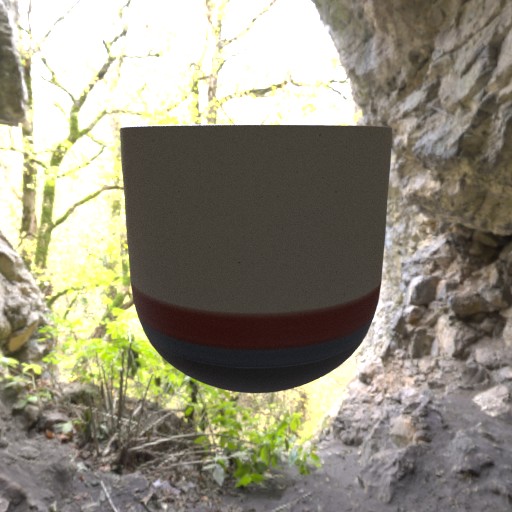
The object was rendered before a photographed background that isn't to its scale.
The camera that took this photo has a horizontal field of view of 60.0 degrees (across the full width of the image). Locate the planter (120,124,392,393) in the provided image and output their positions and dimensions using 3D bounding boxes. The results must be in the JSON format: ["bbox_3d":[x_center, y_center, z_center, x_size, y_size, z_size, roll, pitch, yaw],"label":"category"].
[{"bbox_3d":[0.000,0.000,0.486,0.268,0.270,0.268,0,15,0],"label":"planter"}]
